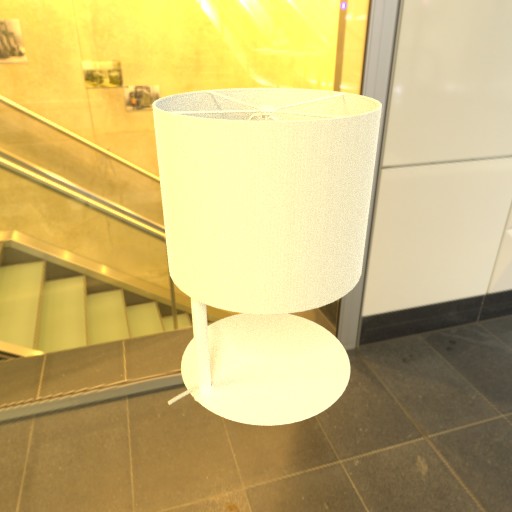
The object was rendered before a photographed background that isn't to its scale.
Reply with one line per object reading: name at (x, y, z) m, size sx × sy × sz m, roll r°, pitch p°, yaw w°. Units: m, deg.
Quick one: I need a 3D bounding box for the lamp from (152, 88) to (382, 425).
lamp at (0.000, 0.000, 0.685) m, size 0.341 × 0.454 × 0.299 m, roll -19°, pitch 32°, yaw -32°
